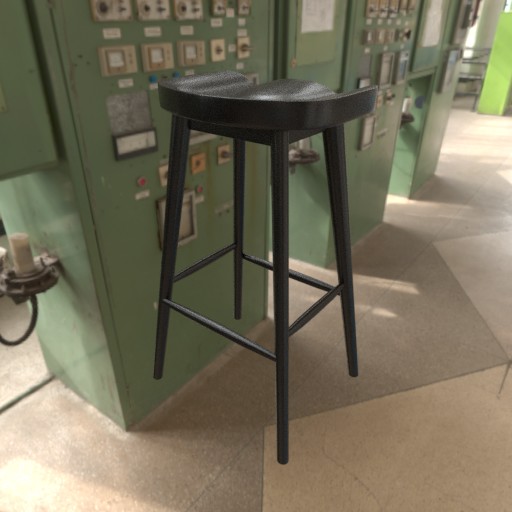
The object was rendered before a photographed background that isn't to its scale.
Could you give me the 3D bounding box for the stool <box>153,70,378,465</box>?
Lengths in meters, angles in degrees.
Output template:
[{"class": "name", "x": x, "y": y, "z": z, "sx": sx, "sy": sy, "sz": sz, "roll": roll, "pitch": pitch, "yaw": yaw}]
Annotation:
[{"class": "stool", "x": 0.000, "y": 0.000, "z": 1.026, "sx": 0.440, "sy": 0.749, "sz": 0.361, "roll": 21, "pitch": 35, "yaw": 33}]
